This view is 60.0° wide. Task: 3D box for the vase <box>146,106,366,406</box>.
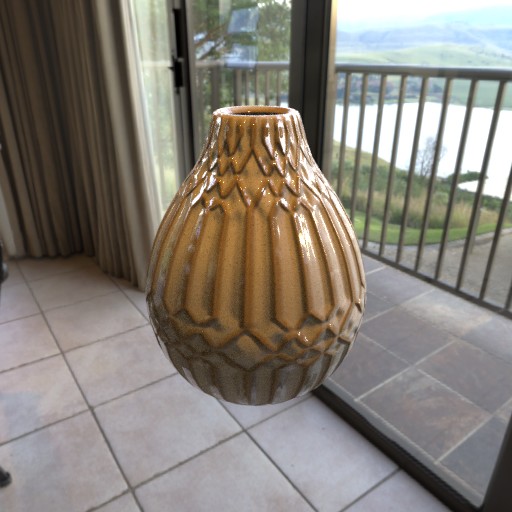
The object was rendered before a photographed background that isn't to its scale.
[{"bbox_3d":[0.000,0.000,0.318,0.159,0.200,0.159,0,25,0],"label":"vase"}]
